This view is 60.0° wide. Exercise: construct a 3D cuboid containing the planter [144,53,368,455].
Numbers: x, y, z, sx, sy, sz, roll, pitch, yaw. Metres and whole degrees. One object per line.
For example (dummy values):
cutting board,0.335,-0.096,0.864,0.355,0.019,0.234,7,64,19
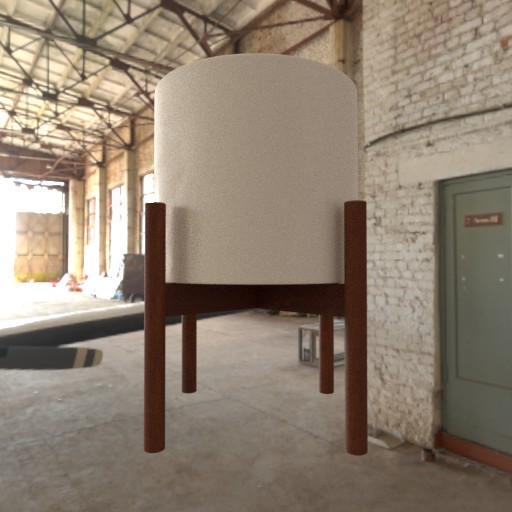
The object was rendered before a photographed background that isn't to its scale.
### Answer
planter,0.000,0.000,0.499,0.224,0.358,0.224,0,-1,1
